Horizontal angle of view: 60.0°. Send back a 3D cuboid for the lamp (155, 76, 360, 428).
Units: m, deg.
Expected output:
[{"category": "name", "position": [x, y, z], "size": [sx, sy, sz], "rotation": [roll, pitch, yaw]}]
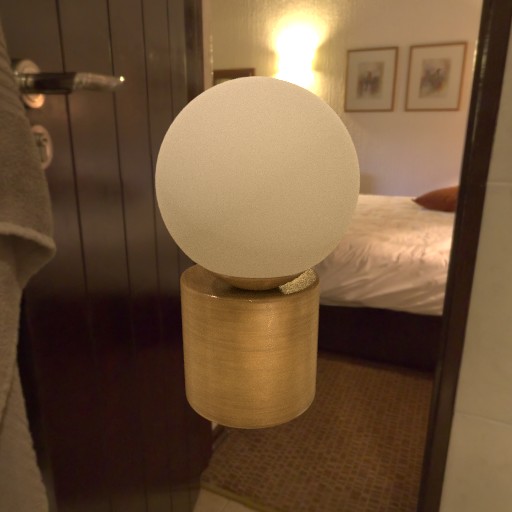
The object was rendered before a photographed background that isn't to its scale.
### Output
[{"category": "lamp", "position": [0.000, 0.000, 0.334], "size": [0.141, 0.250, 0.152], "rotation": [-3, 16, -12]}]
